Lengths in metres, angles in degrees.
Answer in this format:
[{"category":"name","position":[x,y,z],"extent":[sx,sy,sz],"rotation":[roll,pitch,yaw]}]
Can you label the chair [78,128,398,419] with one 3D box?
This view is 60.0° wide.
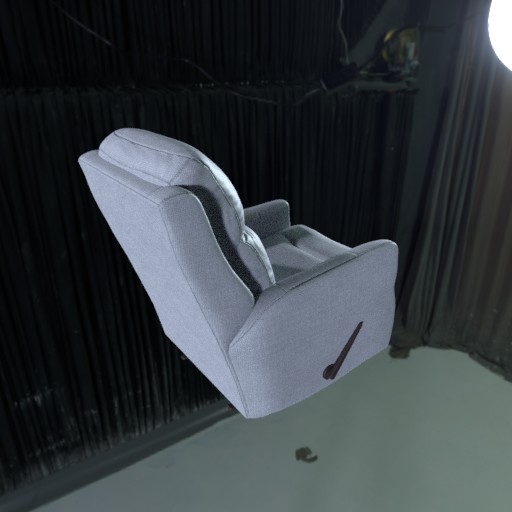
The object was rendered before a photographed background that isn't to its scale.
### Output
[{"category":"chair","position":[0.000,0.000,1.795],"extent":[1.080,1.030,0.829],"rotation":[-17,30,-33]}]
